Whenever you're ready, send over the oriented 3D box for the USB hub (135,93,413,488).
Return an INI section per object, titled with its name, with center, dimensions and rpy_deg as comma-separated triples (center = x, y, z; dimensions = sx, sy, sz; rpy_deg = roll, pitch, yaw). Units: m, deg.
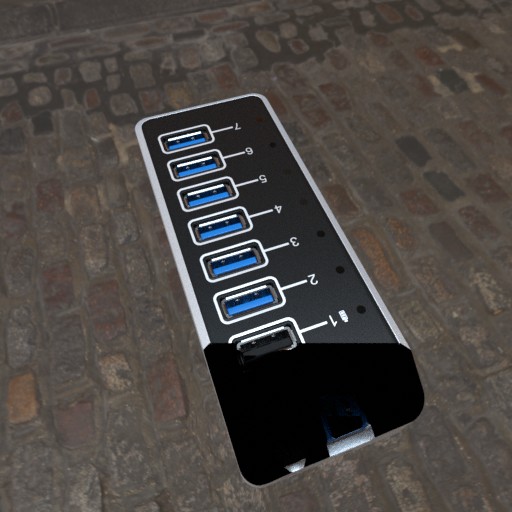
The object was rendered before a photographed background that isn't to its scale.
[USB hub]
center = 0.000, 0.000, 0.126
dimensions = 0.044, 0.023, 0.110
rpy_deg = -17, 59, -11
